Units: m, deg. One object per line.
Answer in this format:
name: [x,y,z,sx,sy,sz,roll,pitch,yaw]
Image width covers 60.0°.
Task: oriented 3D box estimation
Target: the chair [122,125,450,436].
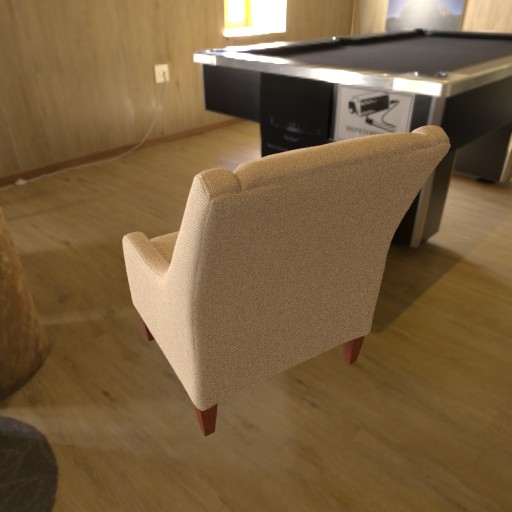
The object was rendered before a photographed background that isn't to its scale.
chair: [0.000,0.000,1.613,0.774,1.014,0.870,-17,35,-26]
